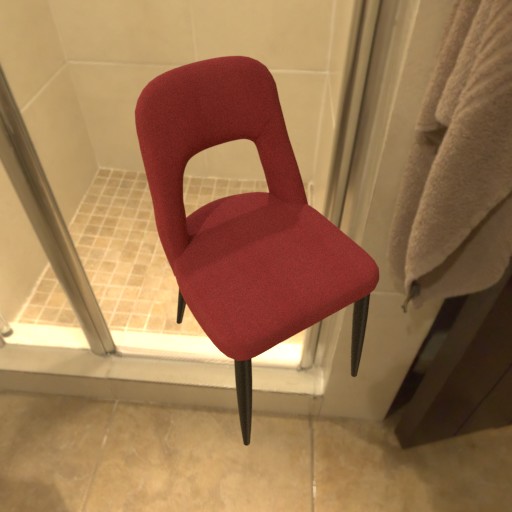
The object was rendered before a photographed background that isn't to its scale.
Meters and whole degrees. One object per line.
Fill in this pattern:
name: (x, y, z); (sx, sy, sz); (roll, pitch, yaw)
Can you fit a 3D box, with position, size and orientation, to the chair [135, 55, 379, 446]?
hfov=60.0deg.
chair: (0.000, 0.000, 1.234); (0.483, 0.892, 0.569); (-24, 50, -22)
